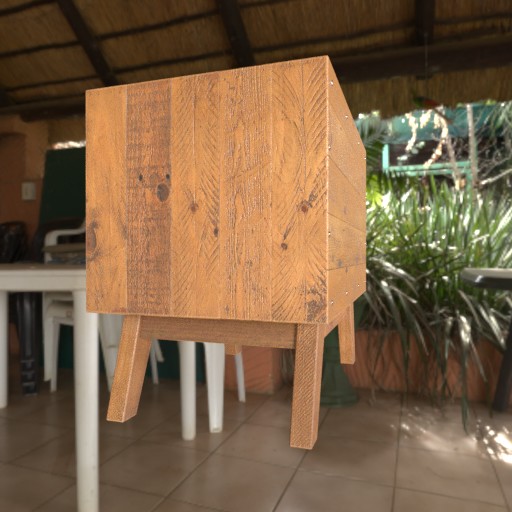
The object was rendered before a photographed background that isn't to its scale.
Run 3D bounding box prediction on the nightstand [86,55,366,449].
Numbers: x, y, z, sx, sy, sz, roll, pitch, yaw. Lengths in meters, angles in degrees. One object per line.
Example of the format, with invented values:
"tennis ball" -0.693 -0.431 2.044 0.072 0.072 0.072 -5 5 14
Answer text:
"nightstand" 0.000 0.000 1.038 0.450 0.599 0.650 0 0 19
